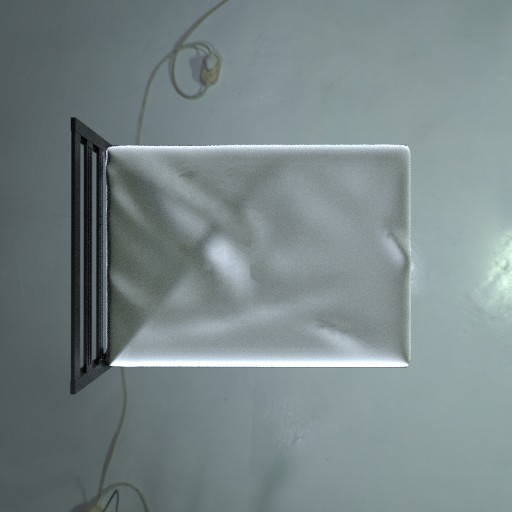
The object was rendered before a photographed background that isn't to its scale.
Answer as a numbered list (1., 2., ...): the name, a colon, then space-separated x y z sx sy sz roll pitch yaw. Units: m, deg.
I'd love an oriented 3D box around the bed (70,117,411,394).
1. bed: 0.000 0.000 2.913 2.062 0.967 1.524 0 90 0
